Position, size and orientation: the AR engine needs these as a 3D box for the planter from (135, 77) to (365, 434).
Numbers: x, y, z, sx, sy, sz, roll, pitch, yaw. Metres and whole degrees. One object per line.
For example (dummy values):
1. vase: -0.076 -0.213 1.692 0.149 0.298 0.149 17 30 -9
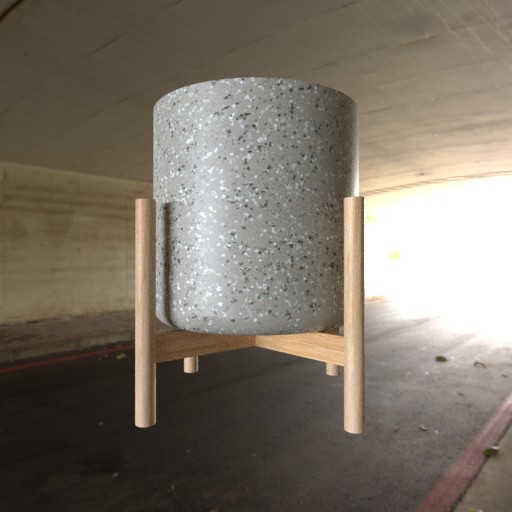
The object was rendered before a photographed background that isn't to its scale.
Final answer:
1. planter: 0.000 0.000 0.671 0.360 0.419 0.360 0 0 -18
